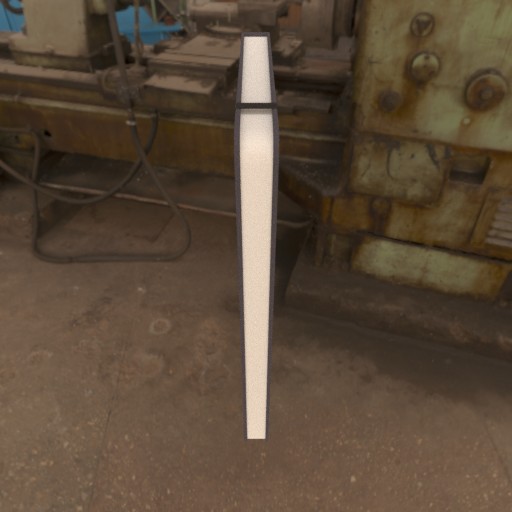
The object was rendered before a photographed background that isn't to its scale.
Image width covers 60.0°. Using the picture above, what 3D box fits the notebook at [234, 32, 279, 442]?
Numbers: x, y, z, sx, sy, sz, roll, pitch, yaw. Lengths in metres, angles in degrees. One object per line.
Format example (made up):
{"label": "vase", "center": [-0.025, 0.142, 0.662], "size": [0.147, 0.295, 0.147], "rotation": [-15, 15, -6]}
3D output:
{"label": "notebook", "center": [0.000, 0.000, 0.262], "size": [0.016, 0.213, 0.127], "rotation": [0, 41, 0]}
